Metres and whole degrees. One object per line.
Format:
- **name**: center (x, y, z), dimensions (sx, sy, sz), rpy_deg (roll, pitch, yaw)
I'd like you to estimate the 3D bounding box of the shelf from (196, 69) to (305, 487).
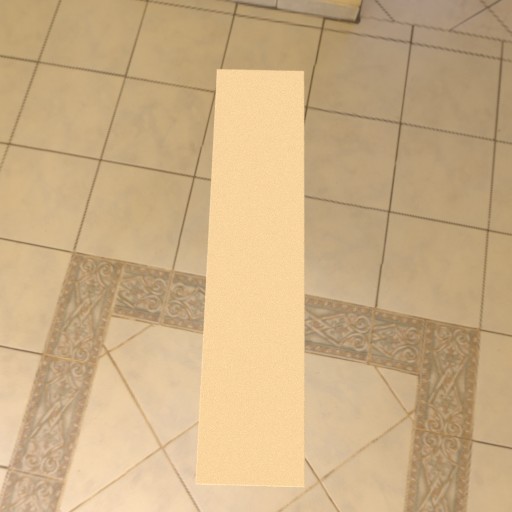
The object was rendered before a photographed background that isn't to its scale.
- **shelf**: center (0.000, 0.000, 0.648), dimensions (0.140, 0.020, 0.610), rpy_deg (1, 76, 0)
